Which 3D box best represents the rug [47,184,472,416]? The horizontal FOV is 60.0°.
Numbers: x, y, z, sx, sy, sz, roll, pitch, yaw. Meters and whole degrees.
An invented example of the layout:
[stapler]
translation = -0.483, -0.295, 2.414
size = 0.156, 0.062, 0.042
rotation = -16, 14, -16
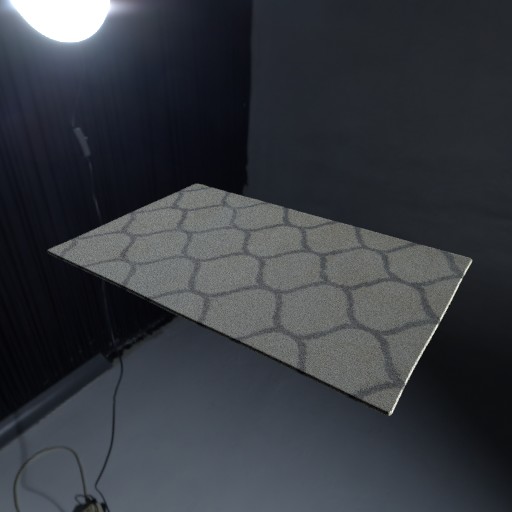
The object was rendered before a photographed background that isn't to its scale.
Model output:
[rug]
translation = 0.000, 0.000, 2.890
size = 2.348, 0.024, 1.501
rotation = 19, 35, 29
